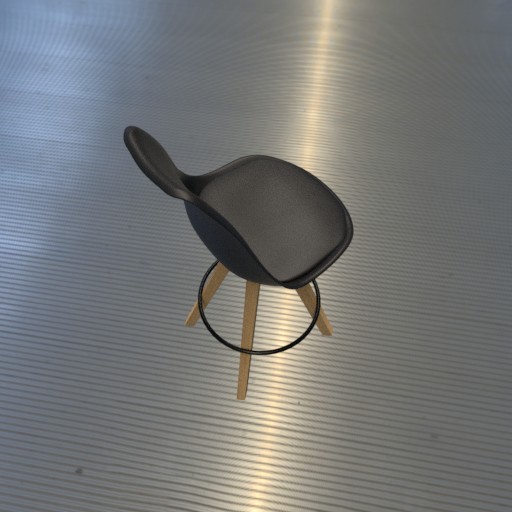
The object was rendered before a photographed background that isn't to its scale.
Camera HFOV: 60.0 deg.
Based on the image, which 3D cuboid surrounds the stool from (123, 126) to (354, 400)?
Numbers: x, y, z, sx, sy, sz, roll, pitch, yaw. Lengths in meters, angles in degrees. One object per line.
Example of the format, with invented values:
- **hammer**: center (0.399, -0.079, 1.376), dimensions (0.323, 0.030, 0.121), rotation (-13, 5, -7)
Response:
- **stool**: center (0.000, 0.000, 1.403), dimensions (0.550, 1.115, 0.485), rotation (-32, 62, -19)
